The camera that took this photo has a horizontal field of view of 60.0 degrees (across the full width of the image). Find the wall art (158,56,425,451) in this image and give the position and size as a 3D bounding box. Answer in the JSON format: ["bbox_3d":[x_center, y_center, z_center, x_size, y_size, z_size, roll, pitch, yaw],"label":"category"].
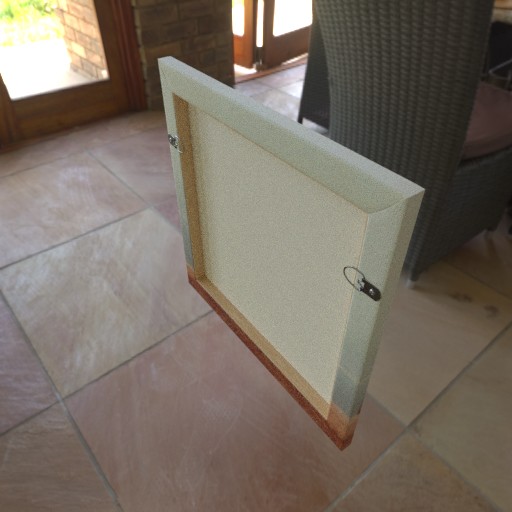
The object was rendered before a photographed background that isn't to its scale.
[{"bbox_3d":[0.000,0.000,0.589,0.023,0.405,0.405,-26,47,-27],"label":"wall art"}]
